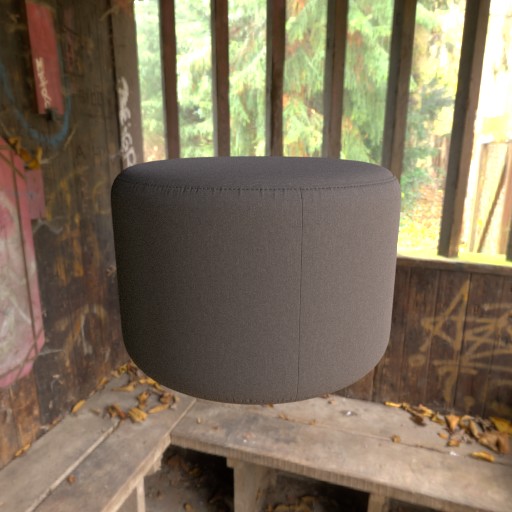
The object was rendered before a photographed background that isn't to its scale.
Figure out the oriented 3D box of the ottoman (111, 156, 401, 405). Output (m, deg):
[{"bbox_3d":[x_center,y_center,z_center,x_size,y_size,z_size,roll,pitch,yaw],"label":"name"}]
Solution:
[{"bbox_3d":[0.000,0.000,1.008,0.608,0.433,0.608,0,15,0],"label":"ottoman"}]
